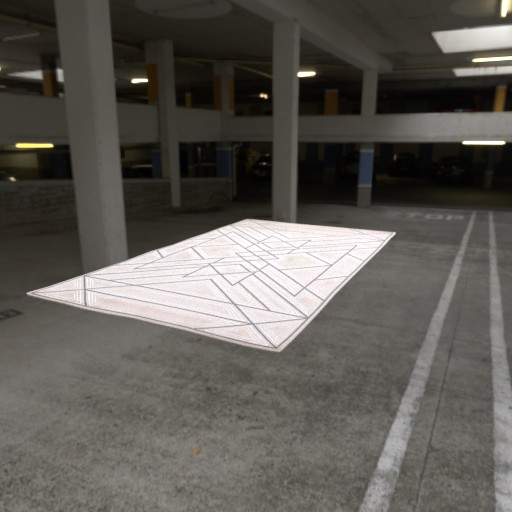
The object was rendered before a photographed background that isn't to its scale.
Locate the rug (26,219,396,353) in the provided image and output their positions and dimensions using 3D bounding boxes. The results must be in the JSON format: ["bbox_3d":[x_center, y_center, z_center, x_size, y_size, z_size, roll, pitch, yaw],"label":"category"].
[{"bbox_3d":[0.000,0.000,1.075,0.511,0.008,0.869,8,17,26],"label":"rug"}]
